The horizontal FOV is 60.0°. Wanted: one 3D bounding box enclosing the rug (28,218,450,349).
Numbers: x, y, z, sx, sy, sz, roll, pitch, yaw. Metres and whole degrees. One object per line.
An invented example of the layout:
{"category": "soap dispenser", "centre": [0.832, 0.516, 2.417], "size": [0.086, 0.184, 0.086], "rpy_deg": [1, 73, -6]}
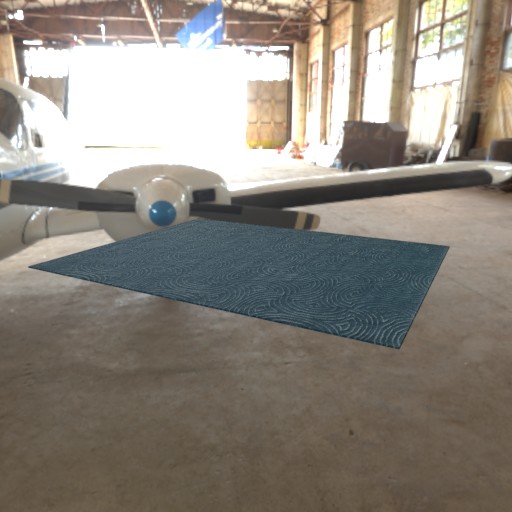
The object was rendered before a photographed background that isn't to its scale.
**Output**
{"category": "rug", "centre": [0.000, 0.000, 4.044], "size": [3.033, 0.012, 2.432], "rpy_deg": [8, 18, 27]}
